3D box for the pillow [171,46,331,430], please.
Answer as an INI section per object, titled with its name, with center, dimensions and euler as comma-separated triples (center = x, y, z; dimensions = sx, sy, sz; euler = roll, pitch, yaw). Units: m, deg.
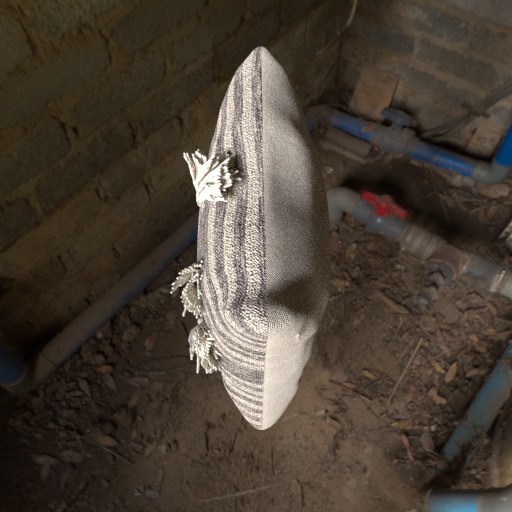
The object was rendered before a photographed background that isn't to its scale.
[pillow]
center = 0.000, 0.000, 0.774
dimensions = 0.234, 0.490, 0.484
euler = 0, 57, 0
